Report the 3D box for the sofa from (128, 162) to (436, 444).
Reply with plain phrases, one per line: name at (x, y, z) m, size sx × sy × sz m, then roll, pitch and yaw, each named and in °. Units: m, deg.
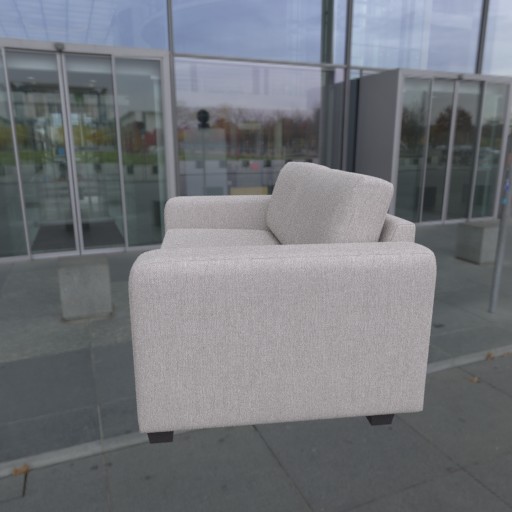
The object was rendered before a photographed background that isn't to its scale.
sofa at (0.000, 0.000, 1.994) m, size 0.900 × 0.800 × 1.540 m, roll -2°, pitch 14°, yaw -7°
